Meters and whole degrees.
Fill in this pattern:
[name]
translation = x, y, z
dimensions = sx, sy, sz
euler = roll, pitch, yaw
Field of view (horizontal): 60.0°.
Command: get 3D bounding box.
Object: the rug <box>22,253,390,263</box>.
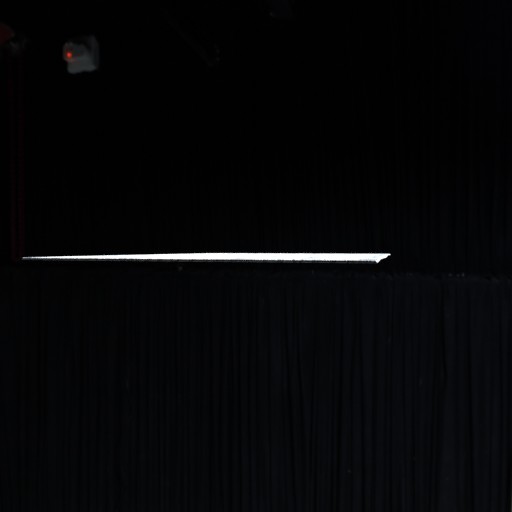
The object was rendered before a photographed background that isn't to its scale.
[rug]
translation = 0.000, 0.000, 2.965
dimensions = 1.676, 0.013, 2.261
euler = 0, 1, 18
